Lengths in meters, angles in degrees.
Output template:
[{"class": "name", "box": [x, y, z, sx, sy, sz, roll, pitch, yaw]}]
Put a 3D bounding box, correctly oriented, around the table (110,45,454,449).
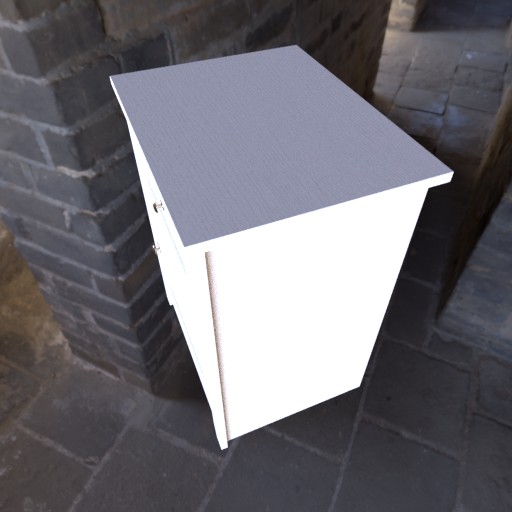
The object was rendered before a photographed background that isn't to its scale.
[{"class": "table", "box": [0.000, 0.000, 0.931, 0.381, 0.635, 0.480, -17, 48, -16]}]
